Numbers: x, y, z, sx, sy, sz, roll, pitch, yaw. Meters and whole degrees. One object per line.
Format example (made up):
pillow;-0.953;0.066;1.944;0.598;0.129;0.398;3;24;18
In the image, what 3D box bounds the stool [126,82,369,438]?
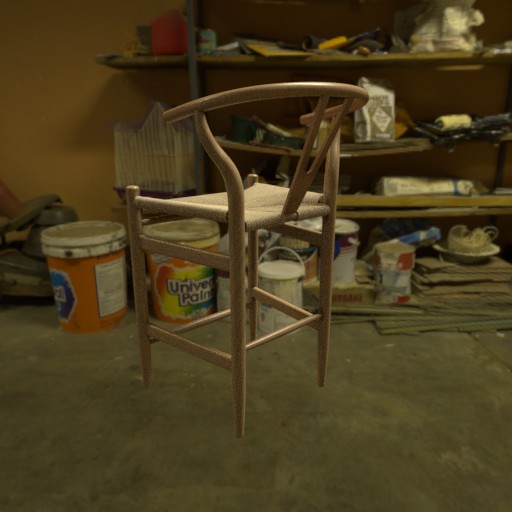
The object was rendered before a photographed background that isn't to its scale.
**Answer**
stool;0.000;0.000;1.315;0.536;0.923;0.575;-15;22;-42
